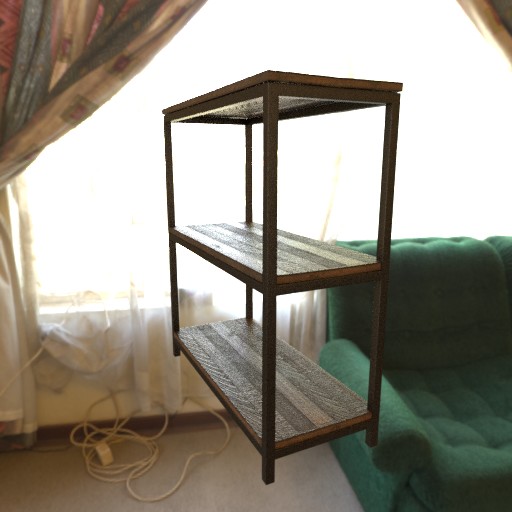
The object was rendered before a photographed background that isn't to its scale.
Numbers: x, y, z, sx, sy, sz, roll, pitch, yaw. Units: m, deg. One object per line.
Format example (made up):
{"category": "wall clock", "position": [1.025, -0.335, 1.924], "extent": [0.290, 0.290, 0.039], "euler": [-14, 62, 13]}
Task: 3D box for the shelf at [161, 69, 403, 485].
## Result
{"category": "shelf", "position": [0.000, 0.000, 1.407], "extent": [0.352, 0.947, 0.822], "euler": [-6, 14, -25]}
